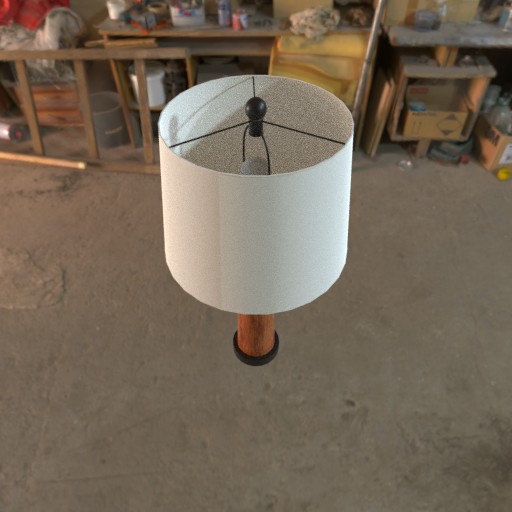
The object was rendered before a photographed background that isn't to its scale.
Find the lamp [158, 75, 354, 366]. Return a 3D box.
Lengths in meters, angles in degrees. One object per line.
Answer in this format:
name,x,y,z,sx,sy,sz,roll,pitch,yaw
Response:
lamp,0.000,0.000,0.885,0.349,0.667,0.349,0,47,0
